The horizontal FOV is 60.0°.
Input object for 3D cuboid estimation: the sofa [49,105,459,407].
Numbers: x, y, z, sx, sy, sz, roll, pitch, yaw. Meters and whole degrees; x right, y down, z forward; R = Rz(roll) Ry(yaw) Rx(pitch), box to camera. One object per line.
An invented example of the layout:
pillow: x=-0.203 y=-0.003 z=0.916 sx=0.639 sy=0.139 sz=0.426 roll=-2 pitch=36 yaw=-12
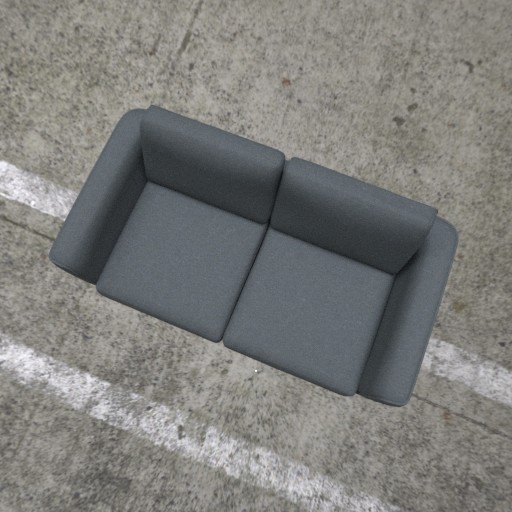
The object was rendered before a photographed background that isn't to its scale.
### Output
sofa: x=0.000 y=0.000 z=2.172 sx=1.700 sy=0.850 sz=0.920 roll=21 pitch=77 yaw=5
